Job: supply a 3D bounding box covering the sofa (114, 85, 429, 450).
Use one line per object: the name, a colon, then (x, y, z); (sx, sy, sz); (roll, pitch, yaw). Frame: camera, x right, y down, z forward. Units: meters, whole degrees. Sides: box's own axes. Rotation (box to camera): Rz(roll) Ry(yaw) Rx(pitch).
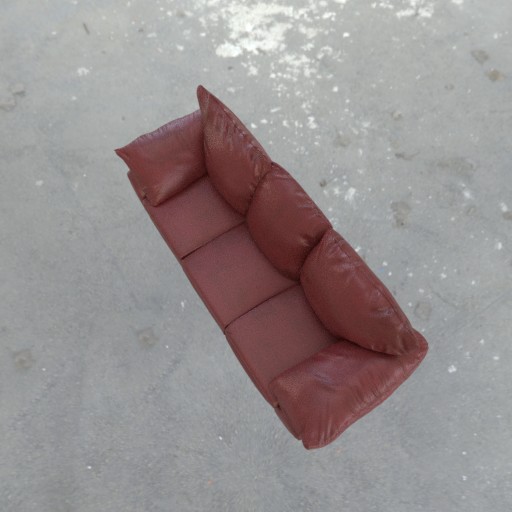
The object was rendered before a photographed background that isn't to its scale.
sofa: (0.000, 0.000, 2.981); (0.907, 1.091, 2.390); (-30, 67, -14)
